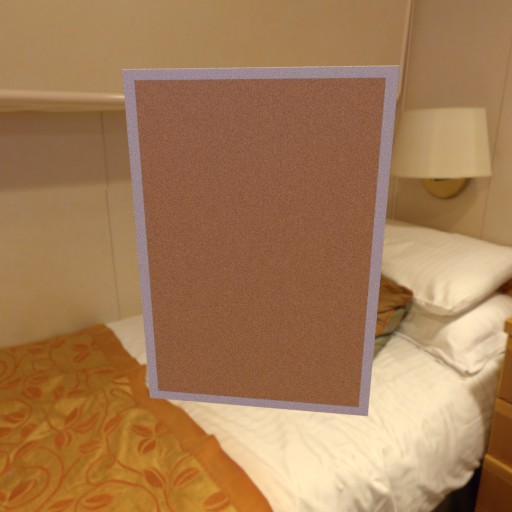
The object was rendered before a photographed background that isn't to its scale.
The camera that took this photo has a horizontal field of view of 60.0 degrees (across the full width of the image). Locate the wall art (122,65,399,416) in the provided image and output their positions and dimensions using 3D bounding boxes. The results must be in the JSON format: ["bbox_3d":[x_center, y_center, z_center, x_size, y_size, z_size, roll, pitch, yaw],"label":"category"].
[{"bbox_3d":[0.000,0.000,0.552,0.303,0.433,0.013,2,18,7],"label":"wall art"}]
